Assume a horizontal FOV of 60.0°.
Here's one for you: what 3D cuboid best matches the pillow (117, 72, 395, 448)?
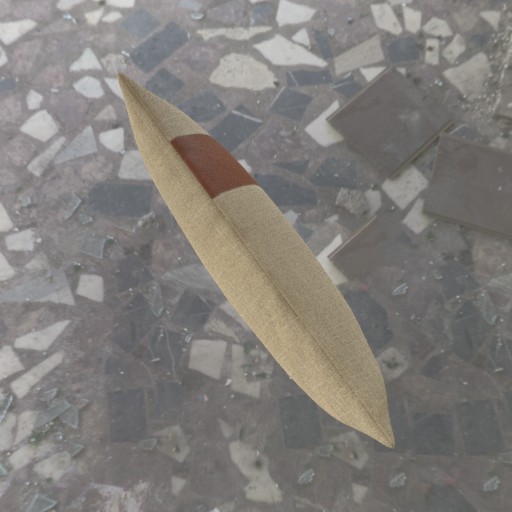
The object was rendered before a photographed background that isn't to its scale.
[{"bbox_3d":[0.000,0.000,0.708,0.155,0.282,0.612,-35,78,-9],"label":"pillow"}]
